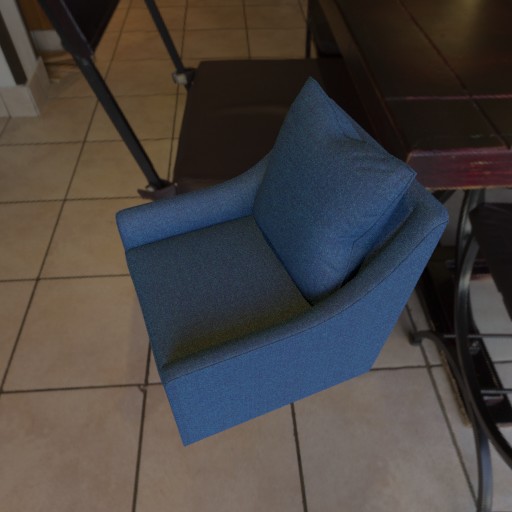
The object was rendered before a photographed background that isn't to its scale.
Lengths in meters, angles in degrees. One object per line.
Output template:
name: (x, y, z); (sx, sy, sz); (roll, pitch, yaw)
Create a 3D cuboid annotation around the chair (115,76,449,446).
chair: (0.000, 0.000, 1.574); (0.870, 0.939, 0.750); (-17, 50, -15)
